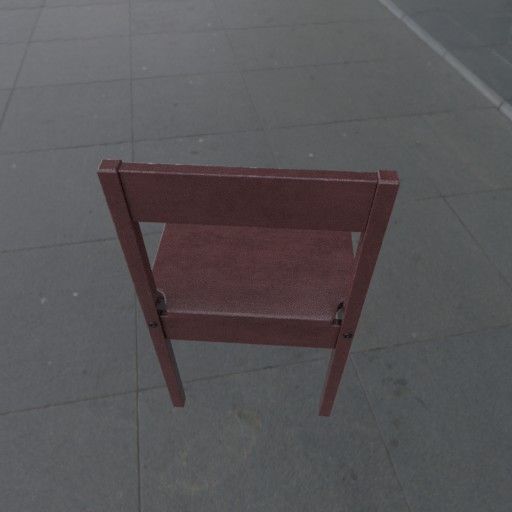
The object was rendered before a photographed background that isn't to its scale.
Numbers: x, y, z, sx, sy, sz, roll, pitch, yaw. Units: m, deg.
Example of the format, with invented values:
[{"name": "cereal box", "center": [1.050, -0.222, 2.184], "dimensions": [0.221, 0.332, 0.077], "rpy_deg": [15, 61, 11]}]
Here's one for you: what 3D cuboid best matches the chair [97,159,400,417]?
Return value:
[{"name": "chair", "center": [0.000, 0.000, 0.881], "dimensions": [0.367, 0.668, 0.361], "rpy_deg": [3, 48, 3]}]
